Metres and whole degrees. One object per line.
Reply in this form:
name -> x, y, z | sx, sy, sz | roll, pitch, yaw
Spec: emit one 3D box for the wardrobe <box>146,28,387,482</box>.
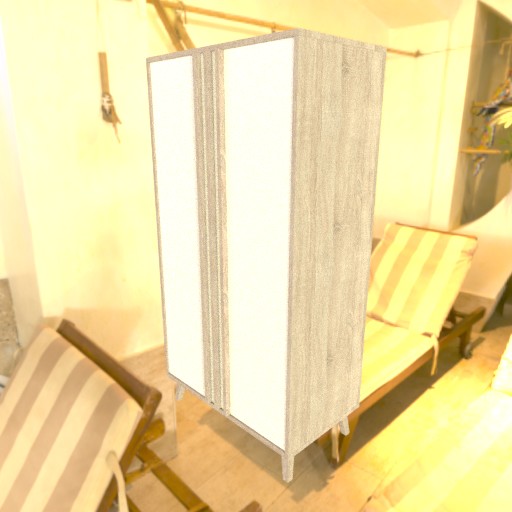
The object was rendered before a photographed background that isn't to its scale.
wardrobe -> 0.000, 0.000, 2.327 | 0.600, 1.960, 1.000 | -16, 23, -42
